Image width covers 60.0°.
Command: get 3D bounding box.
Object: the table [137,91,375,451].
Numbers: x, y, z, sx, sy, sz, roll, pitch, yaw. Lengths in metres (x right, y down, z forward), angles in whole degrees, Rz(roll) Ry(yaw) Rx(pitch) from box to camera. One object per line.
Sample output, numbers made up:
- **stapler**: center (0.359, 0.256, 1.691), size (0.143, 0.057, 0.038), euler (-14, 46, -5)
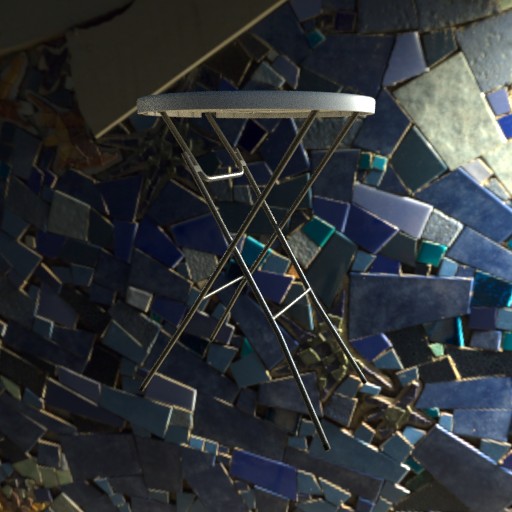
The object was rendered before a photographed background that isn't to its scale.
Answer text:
- **table**: center (0.000, 0.000, 1.668), size (0.795, 1.105, 0.792), euler (8, 18, 27)
